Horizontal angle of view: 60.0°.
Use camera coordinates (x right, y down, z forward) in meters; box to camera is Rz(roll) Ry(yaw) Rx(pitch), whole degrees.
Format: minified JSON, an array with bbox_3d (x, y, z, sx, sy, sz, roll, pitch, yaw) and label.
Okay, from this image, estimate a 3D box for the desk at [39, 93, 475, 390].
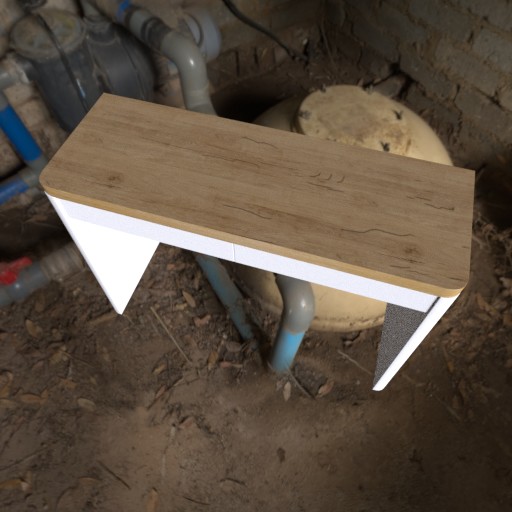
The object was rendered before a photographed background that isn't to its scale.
[{"bbox_3d":[0.000,0.000,1.485,1.100,0.760,0.390,15,58,9],"label":"desk"}]
